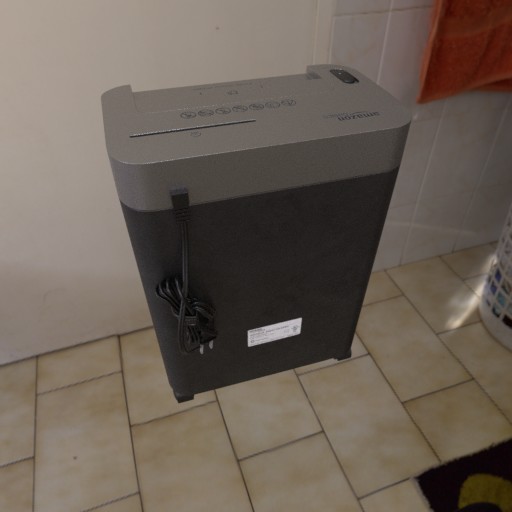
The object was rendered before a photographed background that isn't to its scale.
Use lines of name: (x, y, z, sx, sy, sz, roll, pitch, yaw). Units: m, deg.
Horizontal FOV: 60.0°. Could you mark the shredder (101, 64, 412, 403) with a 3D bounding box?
shredder: (0.000, 0.000, 0.604, 0.311, 0.419, 0.237, -11, 43, -13)
